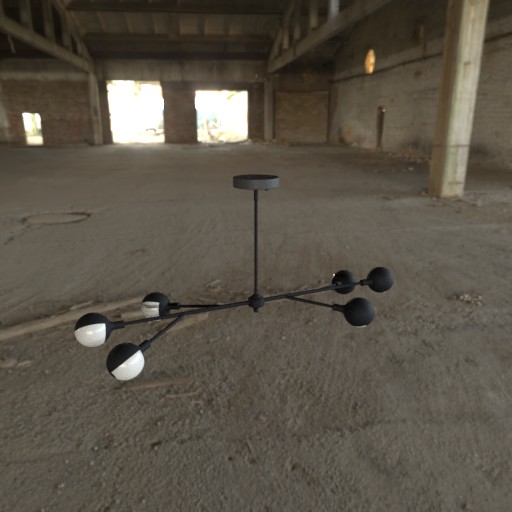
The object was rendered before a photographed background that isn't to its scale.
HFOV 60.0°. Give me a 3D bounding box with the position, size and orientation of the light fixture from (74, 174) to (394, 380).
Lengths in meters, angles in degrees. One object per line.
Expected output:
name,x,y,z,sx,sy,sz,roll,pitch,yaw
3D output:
light fixture,0.000,0.000,1.024,0.778,0.362,0.434,-2,17,-8
